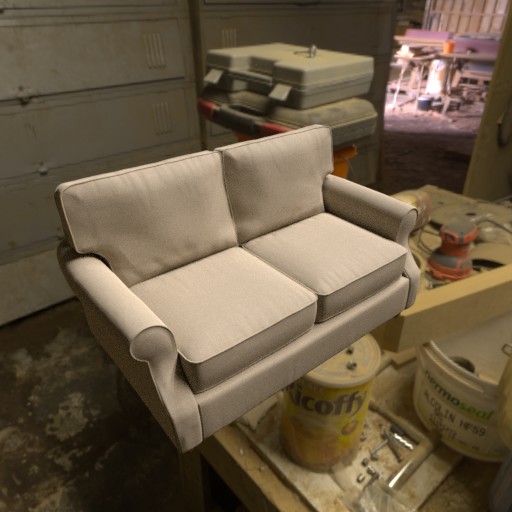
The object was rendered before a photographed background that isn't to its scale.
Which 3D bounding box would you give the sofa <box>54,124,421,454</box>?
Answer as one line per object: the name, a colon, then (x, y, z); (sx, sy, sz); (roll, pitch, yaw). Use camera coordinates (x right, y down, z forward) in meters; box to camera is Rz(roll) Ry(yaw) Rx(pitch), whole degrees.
sofa: (0.000, 0.000, 2.172); (1.665, 0.937, 0.964); (-22, 37, -33)
